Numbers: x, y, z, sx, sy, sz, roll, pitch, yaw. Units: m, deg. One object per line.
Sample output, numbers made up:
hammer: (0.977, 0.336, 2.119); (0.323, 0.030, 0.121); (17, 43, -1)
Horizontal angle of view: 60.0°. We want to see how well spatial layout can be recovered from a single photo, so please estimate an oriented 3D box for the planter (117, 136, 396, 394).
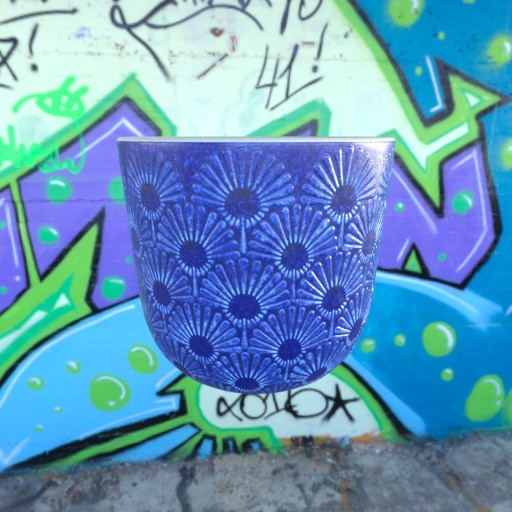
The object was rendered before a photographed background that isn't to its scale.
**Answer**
planter: (0.000, 0.000, 0.366); (0.206, 0.190, 0.206); (0, 15, 0)
